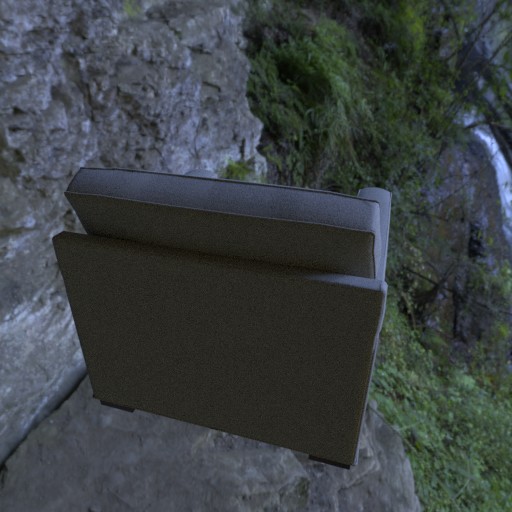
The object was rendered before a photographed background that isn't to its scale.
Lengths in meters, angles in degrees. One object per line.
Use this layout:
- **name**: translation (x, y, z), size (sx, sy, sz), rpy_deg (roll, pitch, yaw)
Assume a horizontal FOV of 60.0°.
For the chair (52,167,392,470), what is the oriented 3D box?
- **chair**: translation (0.000, 0.000, 1.779), size (0.999, 0.934, 1.044), rpy_deg (9, 32, 14)
